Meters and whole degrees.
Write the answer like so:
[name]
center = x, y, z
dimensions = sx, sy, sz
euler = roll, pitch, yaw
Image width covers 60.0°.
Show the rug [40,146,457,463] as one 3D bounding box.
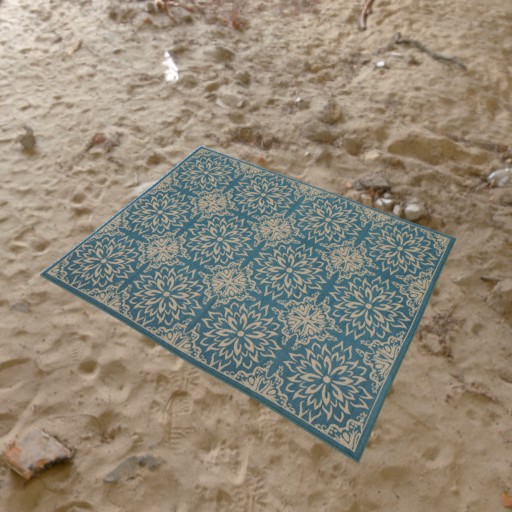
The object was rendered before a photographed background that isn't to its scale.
[rug]
center = 0.000, 0.000, 3.991
dimensions = 2.964, 0.018, 2.350
euler = 24, 52, 21
